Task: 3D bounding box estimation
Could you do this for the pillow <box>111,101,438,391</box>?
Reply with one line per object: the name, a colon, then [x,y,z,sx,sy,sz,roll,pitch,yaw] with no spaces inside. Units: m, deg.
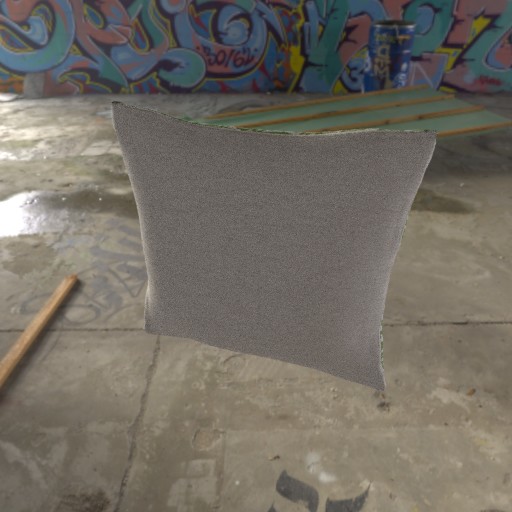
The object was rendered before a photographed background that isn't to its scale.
pillow: [0.000,0.000,0.666,0.440,0.419,0.162,10,33,16]
